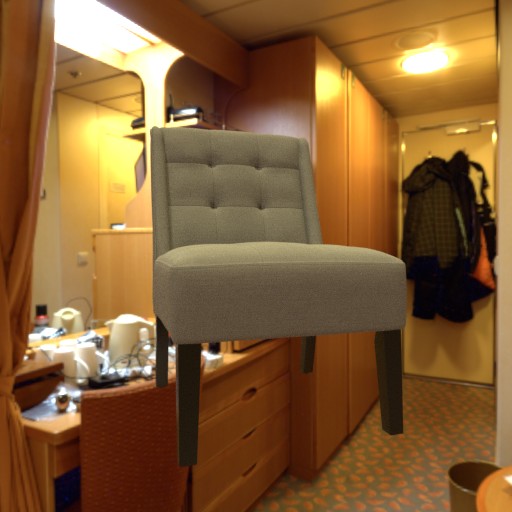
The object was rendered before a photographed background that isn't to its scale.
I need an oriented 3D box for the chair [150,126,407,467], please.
[{"bbox_3d":[0.000,0.000,1.285,0.569,0.853,0.676,-1,2,-17],"label":"chair"}]
